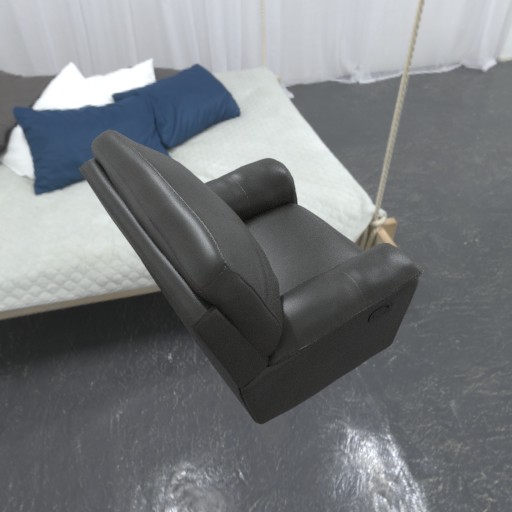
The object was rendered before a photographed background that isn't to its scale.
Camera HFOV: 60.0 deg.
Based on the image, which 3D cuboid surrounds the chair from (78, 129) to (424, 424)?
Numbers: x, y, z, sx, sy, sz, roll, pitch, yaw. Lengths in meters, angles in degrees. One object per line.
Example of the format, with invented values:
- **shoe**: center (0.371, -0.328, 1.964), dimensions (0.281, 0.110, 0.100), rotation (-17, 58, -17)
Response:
- **chair**: center (0.000, 0.000, 1.969), dimensions (1.087, 1.109, 1.096), rotation (-24, 47, -25)
